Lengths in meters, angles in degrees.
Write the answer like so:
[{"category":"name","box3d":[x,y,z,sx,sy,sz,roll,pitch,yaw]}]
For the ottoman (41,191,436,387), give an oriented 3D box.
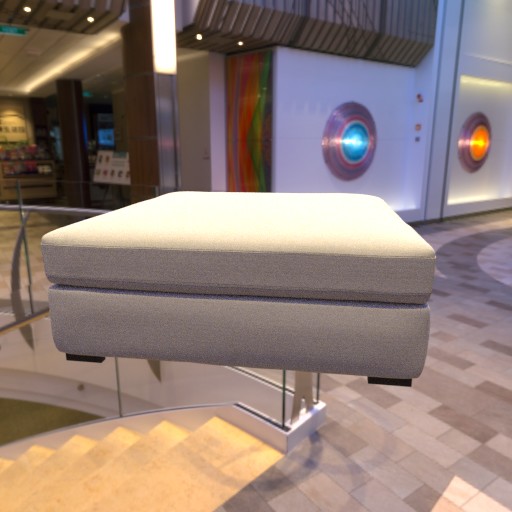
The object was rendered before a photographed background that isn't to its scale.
[{"category":"ottoman","box3d":[0.000,0.000,1.813,1.167,0.482,1.163,2,14,9]}]
